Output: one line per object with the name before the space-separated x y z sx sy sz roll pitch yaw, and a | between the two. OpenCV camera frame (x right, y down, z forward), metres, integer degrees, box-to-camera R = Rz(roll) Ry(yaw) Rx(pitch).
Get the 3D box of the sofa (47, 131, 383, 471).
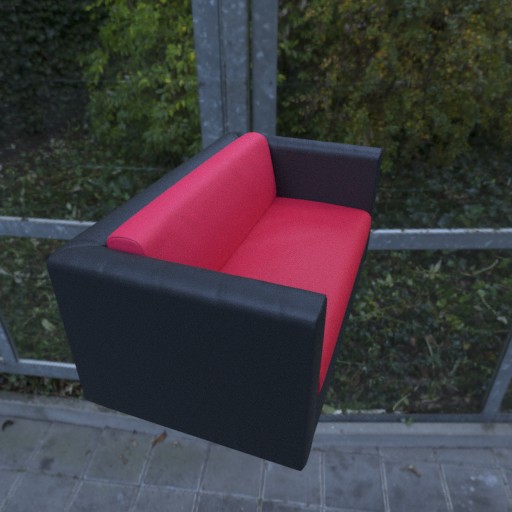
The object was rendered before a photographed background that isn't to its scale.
sofa | 0.000 0.000 1.907 0.845 0.735 1.410 11 33 17
